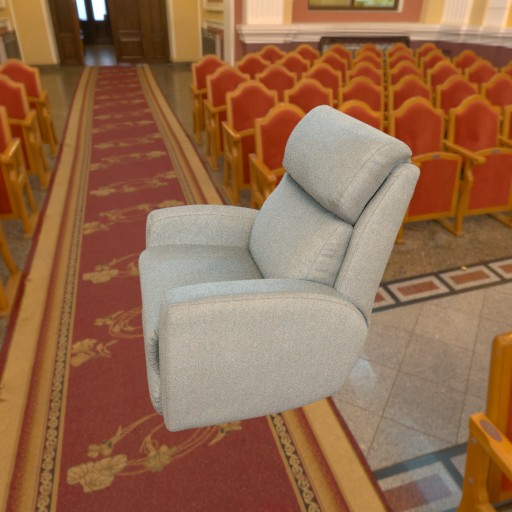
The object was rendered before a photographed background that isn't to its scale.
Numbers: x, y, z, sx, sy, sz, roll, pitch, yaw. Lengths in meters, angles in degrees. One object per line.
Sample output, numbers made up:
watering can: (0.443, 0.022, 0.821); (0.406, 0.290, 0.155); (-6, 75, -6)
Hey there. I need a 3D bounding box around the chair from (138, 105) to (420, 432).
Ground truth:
chair: (0.000, 0.000, 1.735); (0.940, 1.016, 0.794); (-8, 31, -14)
